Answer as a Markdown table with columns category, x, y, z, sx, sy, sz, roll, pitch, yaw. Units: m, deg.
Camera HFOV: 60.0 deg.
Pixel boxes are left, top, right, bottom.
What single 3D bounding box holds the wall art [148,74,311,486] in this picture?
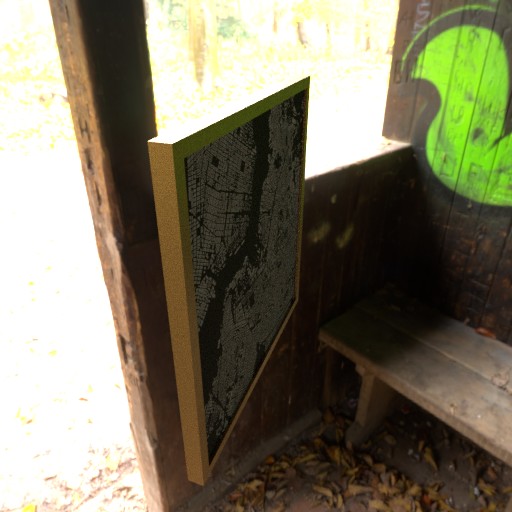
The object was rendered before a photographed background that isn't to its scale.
| category | x | y | z | sx | sy | sz | roll | pitch | yaw |
| --- | --- | --- | --- | --- | --- | --- | --- | --- | --- |
| wall art | 0.000 | 0.000 | 2.816 | 0.099 | 1.926 | 1.926 | 10 | 31 | 18 |
